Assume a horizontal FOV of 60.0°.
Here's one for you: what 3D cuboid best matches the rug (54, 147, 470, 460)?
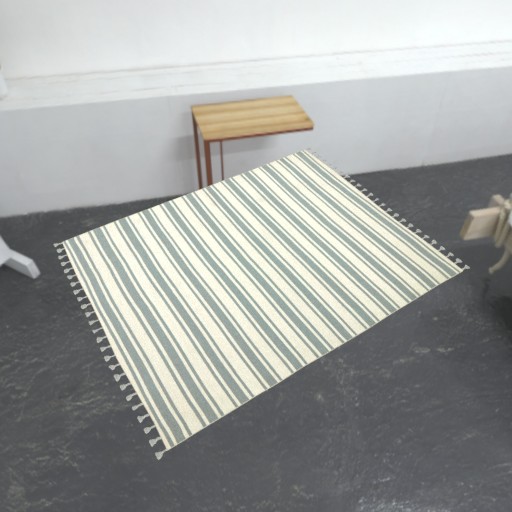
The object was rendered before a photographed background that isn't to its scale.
[{"bbox_3d":[0.000,0.000,4.236,3.201,0.005,2.439,-25,51,-22],"label":"rug"}]
